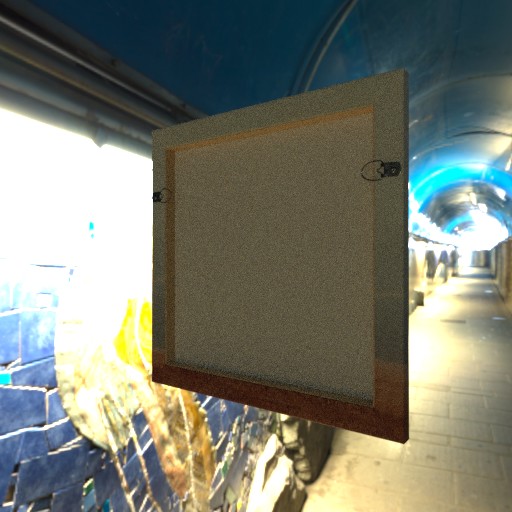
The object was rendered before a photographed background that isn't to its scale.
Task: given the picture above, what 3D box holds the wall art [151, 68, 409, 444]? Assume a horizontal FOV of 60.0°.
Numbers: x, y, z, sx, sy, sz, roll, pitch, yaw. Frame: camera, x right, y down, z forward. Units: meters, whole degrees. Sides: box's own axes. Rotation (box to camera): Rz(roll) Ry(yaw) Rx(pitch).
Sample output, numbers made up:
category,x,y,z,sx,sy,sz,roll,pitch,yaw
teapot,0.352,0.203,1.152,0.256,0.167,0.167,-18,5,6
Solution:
category,x,y,z,sx,sy,sz,roll,pitch,yaw
wall art,0.000,0.000,0.899,0.605,0.605,0.034,0,0,36
